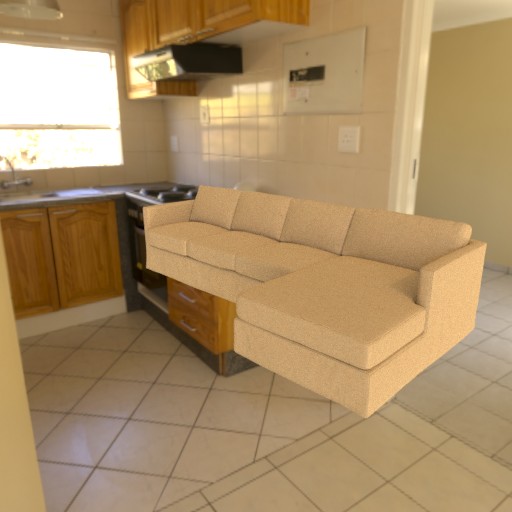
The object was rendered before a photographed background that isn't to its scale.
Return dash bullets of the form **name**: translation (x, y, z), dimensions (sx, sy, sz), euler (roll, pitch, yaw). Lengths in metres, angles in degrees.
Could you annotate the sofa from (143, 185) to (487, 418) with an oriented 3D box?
- **sofa**: translation (0.000, 0.000, 3.810), dimensions (3.177, 0.867, 1.622), euler (15, 22, 42)
